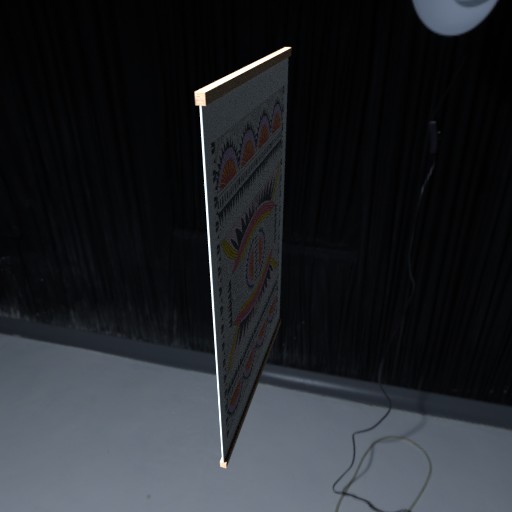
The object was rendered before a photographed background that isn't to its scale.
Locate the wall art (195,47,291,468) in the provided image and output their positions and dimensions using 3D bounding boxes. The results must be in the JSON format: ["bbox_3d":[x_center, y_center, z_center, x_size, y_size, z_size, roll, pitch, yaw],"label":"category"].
[{"bbox_3d":[0.000,0.000,1.908,0.028,1.533,0.999,9,32,14],"label":"wall art"}]
